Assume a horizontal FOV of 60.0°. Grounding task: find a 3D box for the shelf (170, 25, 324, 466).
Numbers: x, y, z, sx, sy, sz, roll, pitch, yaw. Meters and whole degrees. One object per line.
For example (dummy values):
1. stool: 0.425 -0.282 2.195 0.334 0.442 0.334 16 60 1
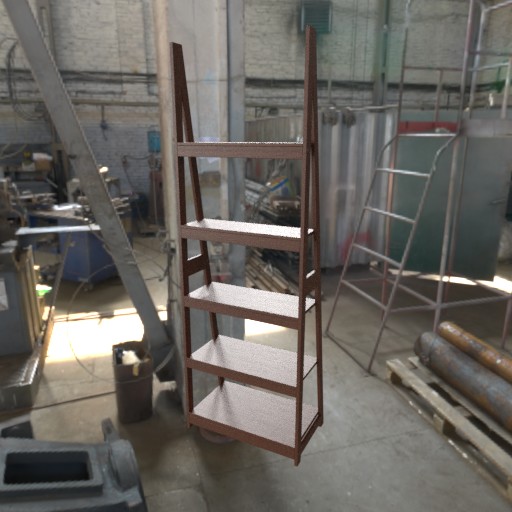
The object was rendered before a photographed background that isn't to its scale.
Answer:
1. shelf: 0.000 0.000 2.010 0.600 1.770 0.350 8 17 26
